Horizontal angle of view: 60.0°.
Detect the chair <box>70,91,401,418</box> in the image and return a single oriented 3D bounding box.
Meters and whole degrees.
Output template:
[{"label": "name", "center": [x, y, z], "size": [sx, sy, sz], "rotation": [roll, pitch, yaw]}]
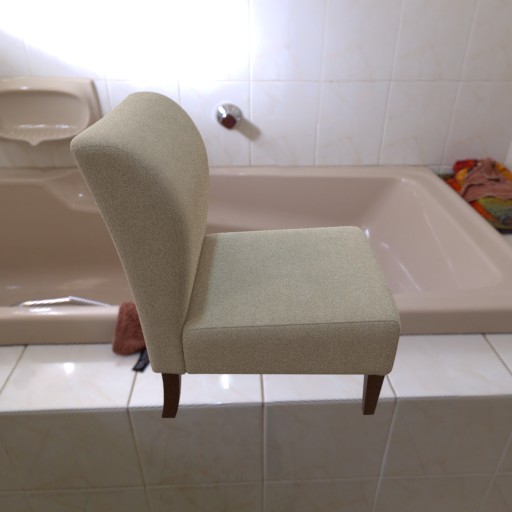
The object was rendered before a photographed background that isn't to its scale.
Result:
[{"label": "chair", "center": [0.000, 0.000, 1.295], "size": [0.754, 0.833, 0.521], "rotation": [0, 31, 0]}]
